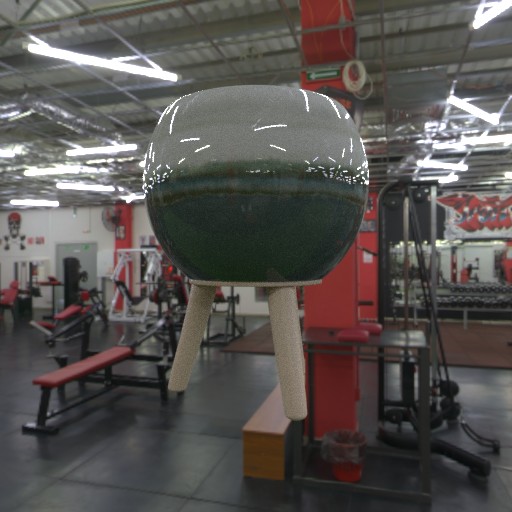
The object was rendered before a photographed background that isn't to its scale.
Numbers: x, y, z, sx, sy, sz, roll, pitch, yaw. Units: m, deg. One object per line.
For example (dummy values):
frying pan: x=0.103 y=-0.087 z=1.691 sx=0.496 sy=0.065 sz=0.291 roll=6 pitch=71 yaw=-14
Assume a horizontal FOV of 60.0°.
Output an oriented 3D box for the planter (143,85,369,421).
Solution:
planter: x=0.000 y=0.000 z=0.448 sx=0.222 sy=0.278 sz=0.222 roll=0 pitch=0 yaw=0
